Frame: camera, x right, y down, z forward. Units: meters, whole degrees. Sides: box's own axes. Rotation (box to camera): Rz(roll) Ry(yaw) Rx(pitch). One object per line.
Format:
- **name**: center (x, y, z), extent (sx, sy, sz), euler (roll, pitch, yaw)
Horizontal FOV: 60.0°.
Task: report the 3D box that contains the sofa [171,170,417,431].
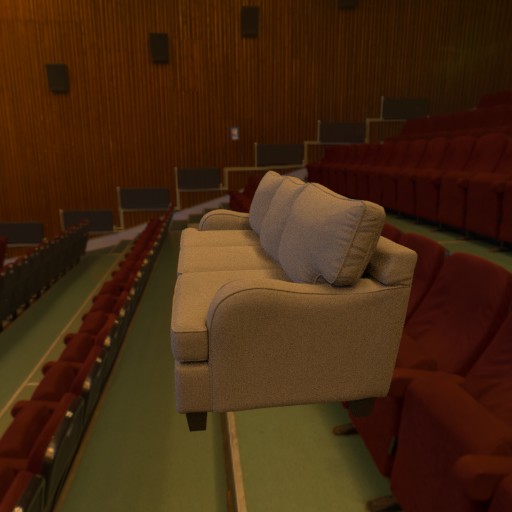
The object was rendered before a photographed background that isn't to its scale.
- **sofa**: center (0.000, 0.000, 2.889), extent (1.016, 0.991, 2.323), euler (-2, 14, -8)
